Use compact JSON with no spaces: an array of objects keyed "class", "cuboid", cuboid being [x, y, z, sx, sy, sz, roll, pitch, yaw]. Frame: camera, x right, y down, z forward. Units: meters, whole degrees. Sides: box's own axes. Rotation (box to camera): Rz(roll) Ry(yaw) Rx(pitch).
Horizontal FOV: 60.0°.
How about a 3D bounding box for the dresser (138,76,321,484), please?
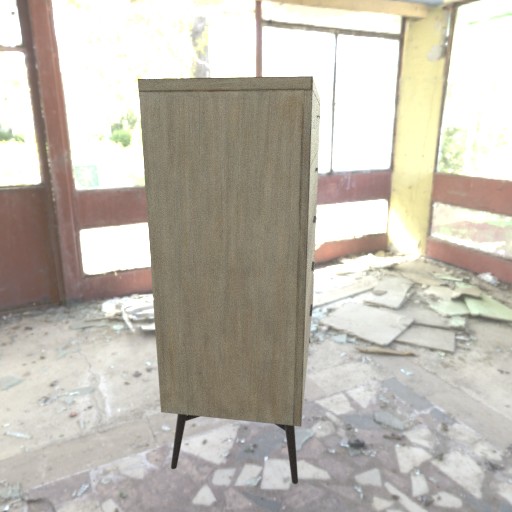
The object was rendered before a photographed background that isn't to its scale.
[{"class":"dresser","cuboid":[0.000,0.000,1.752,0.457,1.219,1.016,3,17,9]}]
